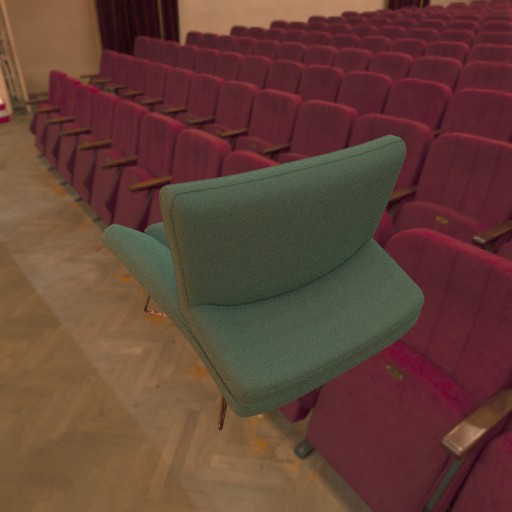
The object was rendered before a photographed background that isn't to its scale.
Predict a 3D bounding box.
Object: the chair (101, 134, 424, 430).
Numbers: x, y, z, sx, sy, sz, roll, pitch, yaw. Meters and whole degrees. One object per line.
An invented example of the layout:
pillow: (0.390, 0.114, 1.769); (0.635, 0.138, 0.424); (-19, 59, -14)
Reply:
chair: (0.000, 0.000, 1.625); (0.859, 0.855, 1.008); (-19, 35, -29)
